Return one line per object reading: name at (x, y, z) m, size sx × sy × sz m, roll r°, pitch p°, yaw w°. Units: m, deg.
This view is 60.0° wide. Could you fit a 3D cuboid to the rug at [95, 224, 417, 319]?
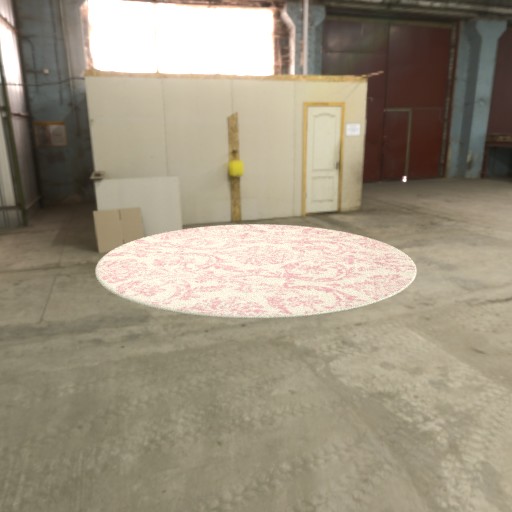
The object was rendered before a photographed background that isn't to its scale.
rug at (0.000, 0.000, 2.326) m, size 1.593 × 0.012 × 1.593 m, roll 0°, pitch 16°, yaw 0°
